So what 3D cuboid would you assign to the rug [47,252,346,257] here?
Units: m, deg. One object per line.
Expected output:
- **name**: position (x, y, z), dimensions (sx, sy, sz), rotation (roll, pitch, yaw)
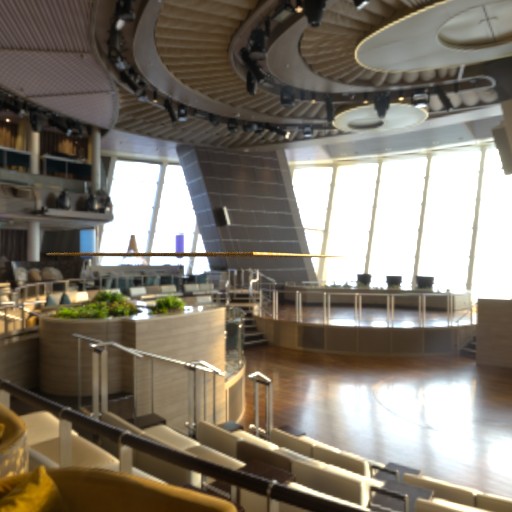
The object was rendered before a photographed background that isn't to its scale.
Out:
- **rug**: position (0.000, 0.000, 2.587), dimensions (0.775, 0.010, 2.438), rotation (0, 0, 18)
